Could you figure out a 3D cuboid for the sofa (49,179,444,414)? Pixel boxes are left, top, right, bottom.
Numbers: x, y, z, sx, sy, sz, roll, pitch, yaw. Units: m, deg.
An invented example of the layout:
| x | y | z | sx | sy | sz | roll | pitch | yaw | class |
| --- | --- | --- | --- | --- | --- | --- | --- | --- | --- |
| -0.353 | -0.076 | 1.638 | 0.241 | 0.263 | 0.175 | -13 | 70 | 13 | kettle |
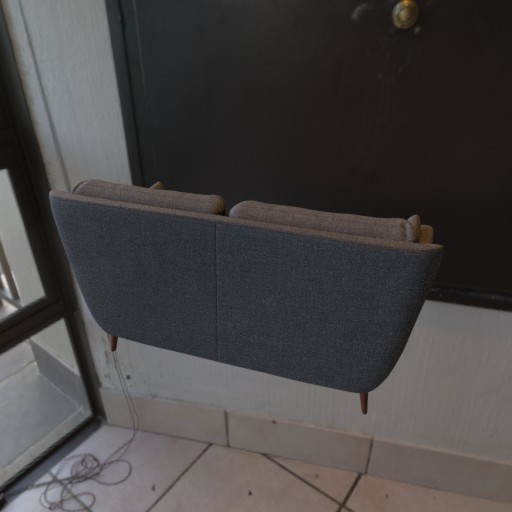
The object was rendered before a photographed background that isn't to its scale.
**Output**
| x | y | z | sx | sy | sz | roll | pitch | yaw | class |
| --- | --- | --- | --- | --- | --- | --- | --- | --- | --- |
| 0.000 | 0.000 | 2.200 | 1.646 | 0.887 | 0.976 | 9 | 32 | 15 | sofa |
